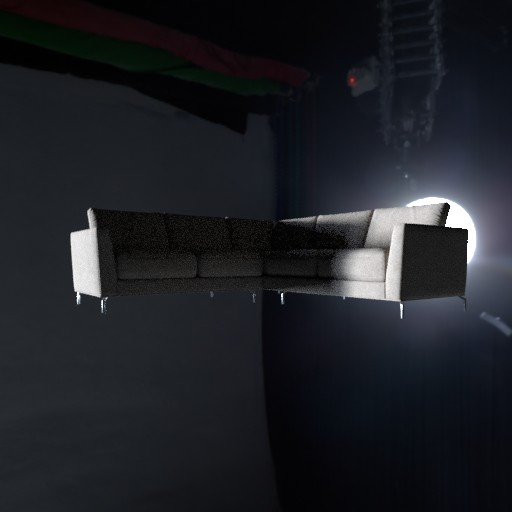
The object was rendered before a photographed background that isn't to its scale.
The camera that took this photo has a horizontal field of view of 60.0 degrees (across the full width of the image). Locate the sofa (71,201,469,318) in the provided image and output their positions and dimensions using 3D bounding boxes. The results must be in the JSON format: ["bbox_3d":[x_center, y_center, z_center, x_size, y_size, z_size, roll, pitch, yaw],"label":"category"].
[{"bbox_3d":[0.000,0.000,3.709,2.438,0.864,2.438,0,-1,-36],"label":"sofa"}]
